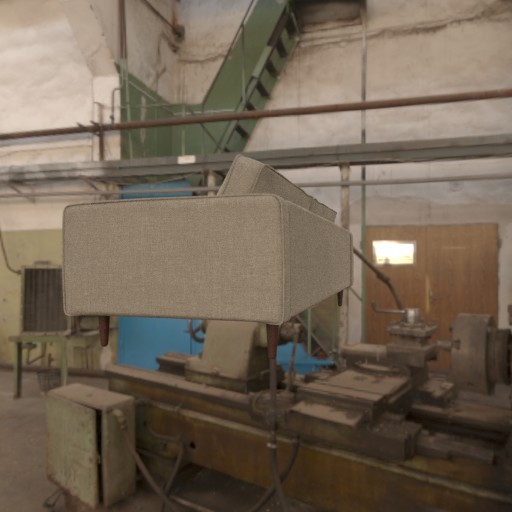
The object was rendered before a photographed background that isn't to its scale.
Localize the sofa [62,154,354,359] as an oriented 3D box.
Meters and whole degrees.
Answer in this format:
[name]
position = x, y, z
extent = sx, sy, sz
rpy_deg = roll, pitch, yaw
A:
[sofa]
position = 0.000, 0.000, 2.626
extent = 0.914, 0.762, 2.211
rpy_deg = 0, 0, 18
